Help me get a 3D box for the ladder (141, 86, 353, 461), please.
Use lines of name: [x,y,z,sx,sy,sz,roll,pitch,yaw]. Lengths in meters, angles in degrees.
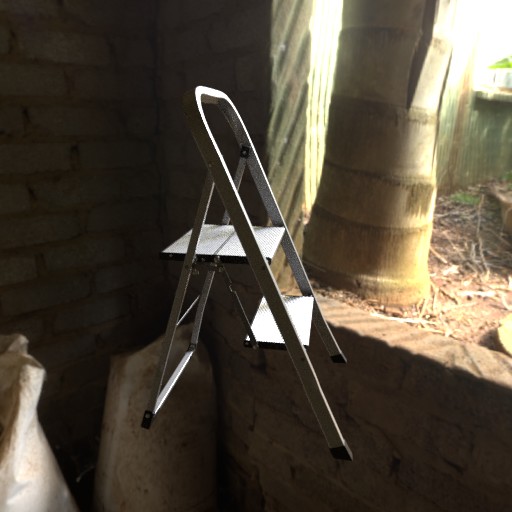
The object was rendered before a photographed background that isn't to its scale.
ladder: [0.000,0.000,1.167,0.530,0.830,0.465,3,17,9]
